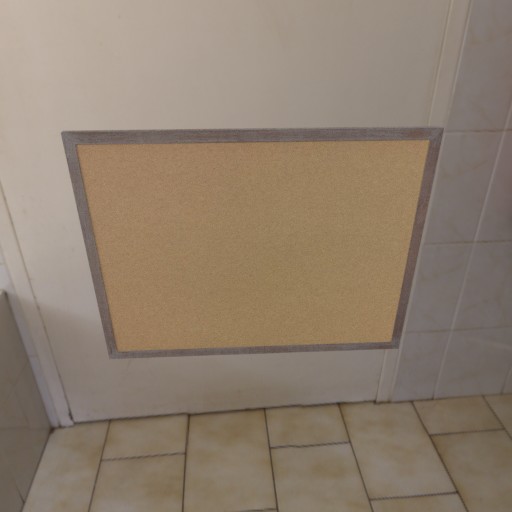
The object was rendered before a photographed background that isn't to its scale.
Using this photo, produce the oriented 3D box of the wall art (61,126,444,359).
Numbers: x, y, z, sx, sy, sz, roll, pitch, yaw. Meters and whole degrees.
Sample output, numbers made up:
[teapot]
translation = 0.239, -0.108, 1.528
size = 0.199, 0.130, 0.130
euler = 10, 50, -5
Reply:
[wall art]
translation = 0.000, 0.000, 1.368
size = 1.012, 0.774, 0.019
euler = -1, 30, -3
